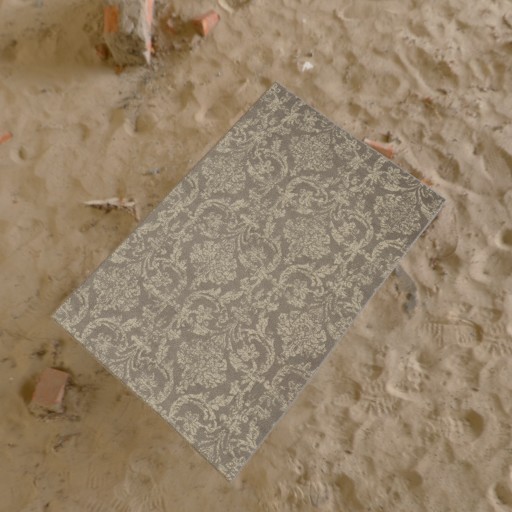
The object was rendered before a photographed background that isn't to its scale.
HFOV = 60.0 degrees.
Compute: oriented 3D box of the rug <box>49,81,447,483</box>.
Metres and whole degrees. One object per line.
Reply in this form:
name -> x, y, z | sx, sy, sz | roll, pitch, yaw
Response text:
rug -> 0.000, 0.000, 3.510 | 1.819, 0.018, 2.746 | 38, 77, 10
